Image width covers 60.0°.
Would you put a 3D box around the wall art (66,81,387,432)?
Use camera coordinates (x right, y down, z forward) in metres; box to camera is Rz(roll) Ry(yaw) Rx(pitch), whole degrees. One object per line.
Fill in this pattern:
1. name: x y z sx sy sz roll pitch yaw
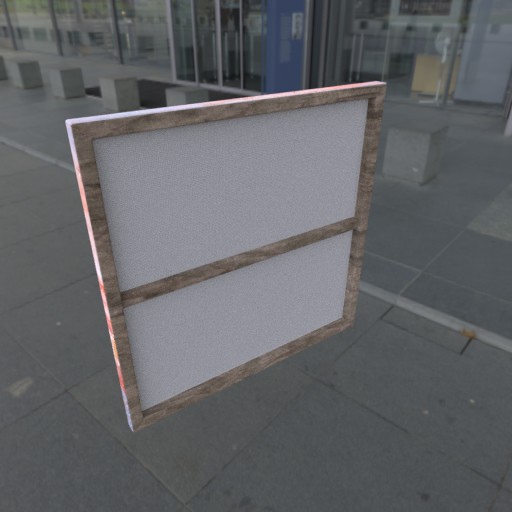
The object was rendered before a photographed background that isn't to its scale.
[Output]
1. wall art: 0.000 0.000 1.093 0.747 0.747 0.035 -18 35 -29
